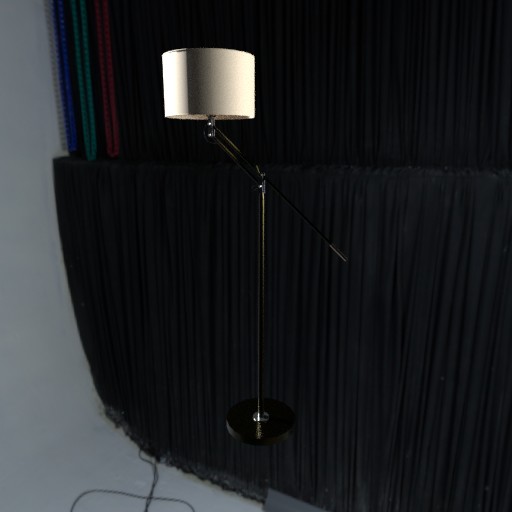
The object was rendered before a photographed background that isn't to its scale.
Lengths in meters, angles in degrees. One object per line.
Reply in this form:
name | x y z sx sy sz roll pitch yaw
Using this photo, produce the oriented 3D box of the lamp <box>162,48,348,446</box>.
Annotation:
lamp | 0.000 0.000 1.914 0.809 1.635 0.373 8 16 27
